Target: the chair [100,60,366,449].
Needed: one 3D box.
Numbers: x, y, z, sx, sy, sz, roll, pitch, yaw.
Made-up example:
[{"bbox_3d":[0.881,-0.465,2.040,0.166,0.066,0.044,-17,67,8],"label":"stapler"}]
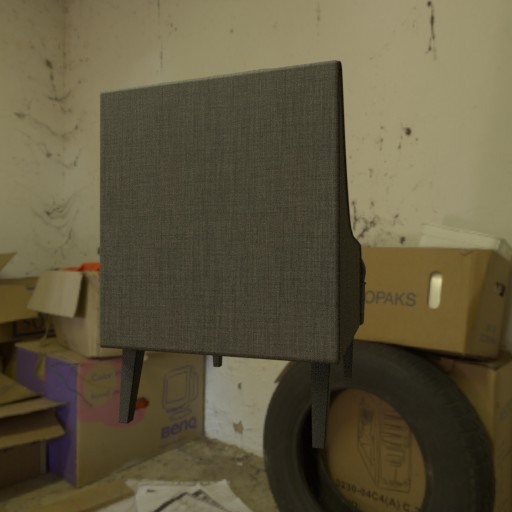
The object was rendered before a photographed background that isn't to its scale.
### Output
[{"bbox_3d":[0.000,0.000,1.434,0.655,0.891,0.771,0,0,18],"label":"chair"}]
